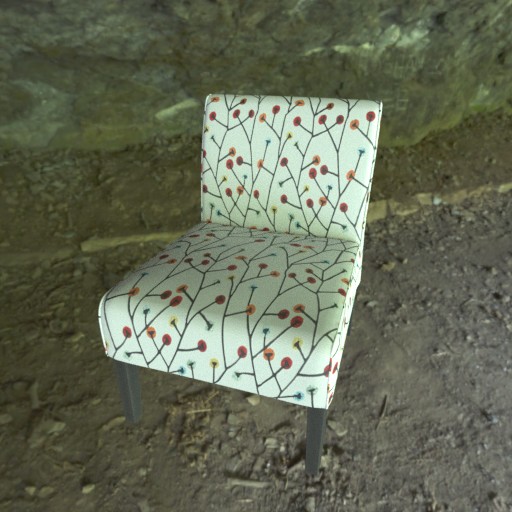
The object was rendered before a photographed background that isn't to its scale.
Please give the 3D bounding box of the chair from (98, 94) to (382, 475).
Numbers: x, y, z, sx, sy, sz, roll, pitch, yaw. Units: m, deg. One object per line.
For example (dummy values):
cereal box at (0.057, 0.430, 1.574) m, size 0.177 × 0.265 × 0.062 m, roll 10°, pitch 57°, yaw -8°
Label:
chair at (0.000, 0.000, 1.295) m, size 0.597 × 0.813 × 0.732 m, roll 8°, pitch 27°, yaw 17°
